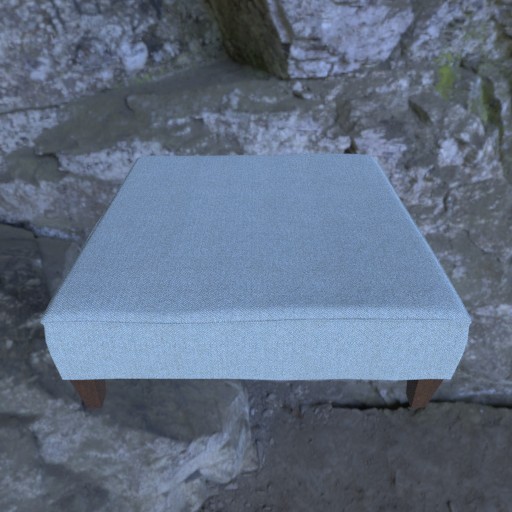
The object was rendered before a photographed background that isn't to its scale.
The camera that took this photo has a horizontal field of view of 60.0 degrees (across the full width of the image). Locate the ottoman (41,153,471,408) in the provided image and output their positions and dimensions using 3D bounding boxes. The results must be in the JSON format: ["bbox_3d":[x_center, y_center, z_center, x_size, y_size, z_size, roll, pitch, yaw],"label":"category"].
[{"bbox_3d":[0.000,0.000,1.473,0.968,0.379,1.004,0,33,0],"label":"ottoman"}]
